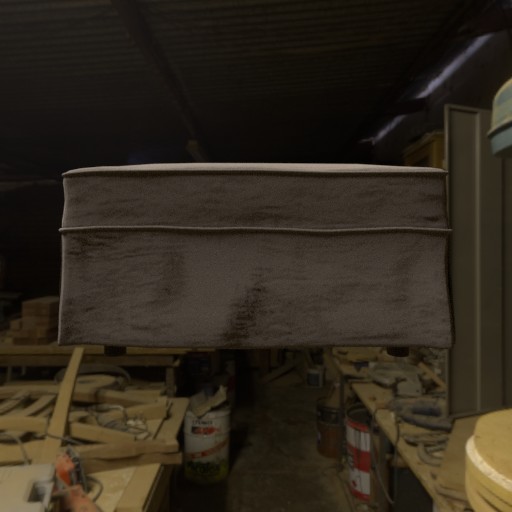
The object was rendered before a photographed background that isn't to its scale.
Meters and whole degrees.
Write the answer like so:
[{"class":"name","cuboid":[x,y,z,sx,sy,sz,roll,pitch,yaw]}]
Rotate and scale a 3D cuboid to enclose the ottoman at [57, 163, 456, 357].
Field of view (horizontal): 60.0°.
[{"class":"ottoman","cuboid":[0.000,0.000,1.322,0.944,0.479,0.703,0,0,0]}]
